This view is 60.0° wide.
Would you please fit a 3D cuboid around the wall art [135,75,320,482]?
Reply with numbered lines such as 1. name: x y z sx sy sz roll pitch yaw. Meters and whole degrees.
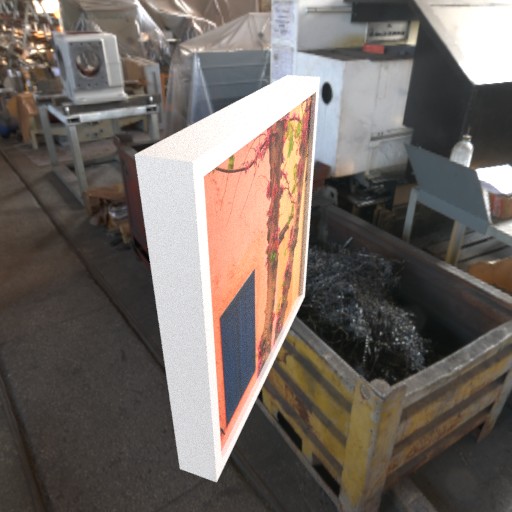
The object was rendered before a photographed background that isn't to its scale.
1. wall art: 0.000 0.000 0.454 0.038 0.302 0.305 11 33 18
